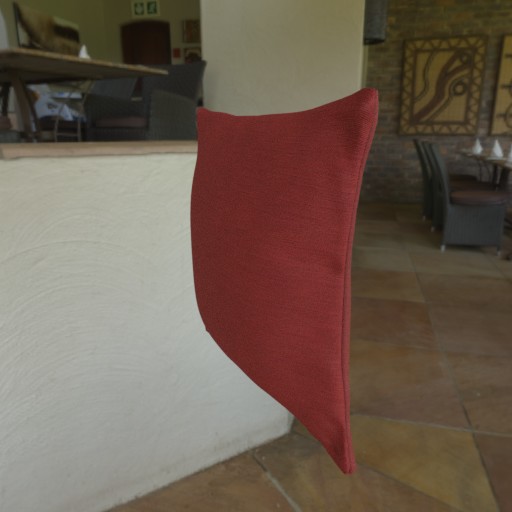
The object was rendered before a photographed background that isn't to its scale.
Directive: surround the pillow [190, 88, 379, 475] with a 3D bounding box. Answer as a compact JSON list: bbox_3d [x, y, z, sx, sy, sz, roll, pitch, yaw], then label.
[{"bbox_3d":[0.000,0.000,0.625,0.151,0.416,0.435,-8,18,-27],"label":"pillow"}]
